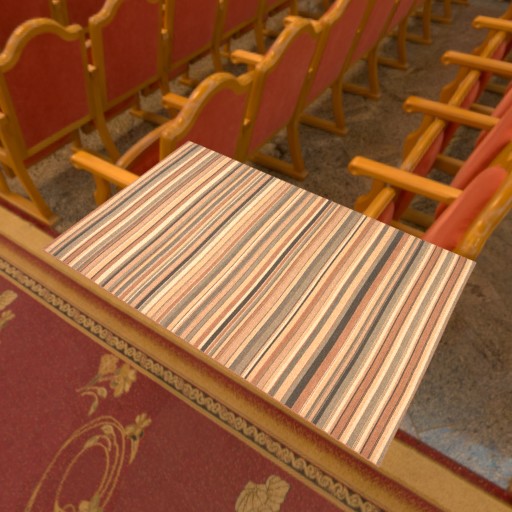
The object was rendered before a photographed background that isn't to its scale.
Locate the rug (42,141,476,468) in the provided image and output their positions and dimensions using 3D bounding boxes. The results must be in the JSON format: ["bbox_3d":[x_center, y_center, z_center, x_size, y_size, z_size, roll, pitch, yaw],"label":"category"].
[{"bbox_3d":[0.000,0.000,2.929,2.438,0.014,1.523,27,54,22],"label":"rug"}]
